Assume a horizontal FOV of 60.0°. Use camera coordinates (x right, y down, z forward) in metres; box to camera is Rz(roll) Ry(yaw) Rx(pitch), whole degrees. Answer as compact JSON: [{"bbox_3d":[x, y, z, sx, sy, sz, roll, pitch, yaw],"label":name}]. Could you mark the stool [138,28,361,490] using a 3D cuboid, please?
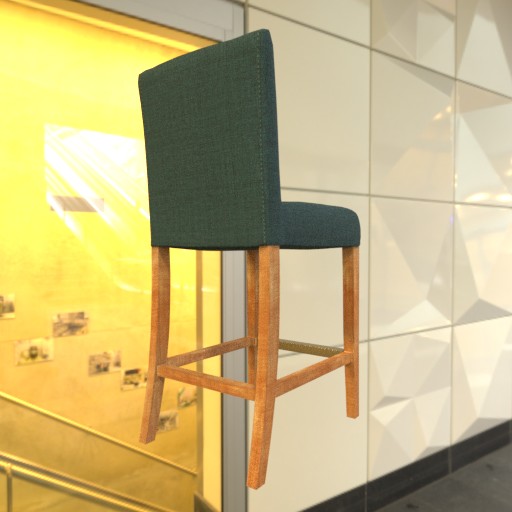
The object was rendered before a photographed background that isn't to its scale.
[{"bbox_3d":[0.000,0.000,1.328,0.454,1.039,0.567,1,2,36],"label":"stool"}]
